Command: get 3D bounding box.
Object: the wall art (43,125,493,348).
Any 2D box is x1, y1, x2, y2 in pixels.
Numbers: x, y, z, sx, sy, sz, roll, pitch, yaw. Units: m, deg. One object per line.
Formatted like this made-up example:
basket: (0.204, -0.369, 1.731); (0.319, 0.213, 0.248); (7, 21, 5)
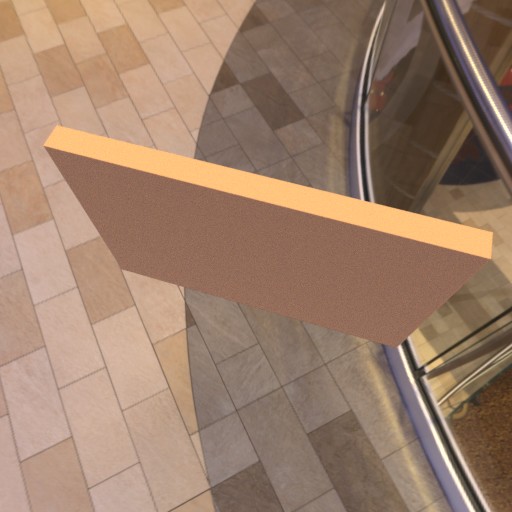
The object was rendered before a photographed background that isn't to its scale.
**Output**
wall art: (0.000, 0.000, 0.770); (0.609, 0.407, 0.039); (15, 64, 8)
